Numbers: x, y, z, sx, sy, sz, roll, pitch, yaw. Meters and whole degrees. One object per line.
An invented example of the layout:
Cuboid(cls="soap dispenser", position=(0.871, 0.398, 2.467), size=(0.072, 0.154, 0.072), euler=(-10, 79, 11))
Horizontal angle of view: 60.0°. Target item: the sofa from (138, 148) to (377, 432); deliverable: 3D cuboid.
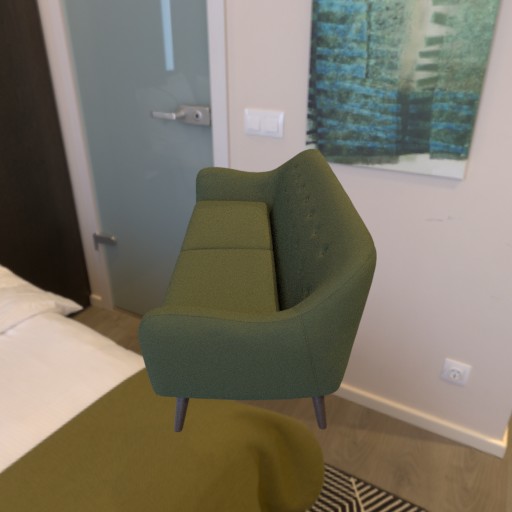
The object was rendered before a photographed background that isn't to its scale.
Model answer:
Cuboid(cls="sofa", position=(0.000, 0.000, 2.319), size=(0.820, 0.836, 1.840), euler=(0, 26, -1))
